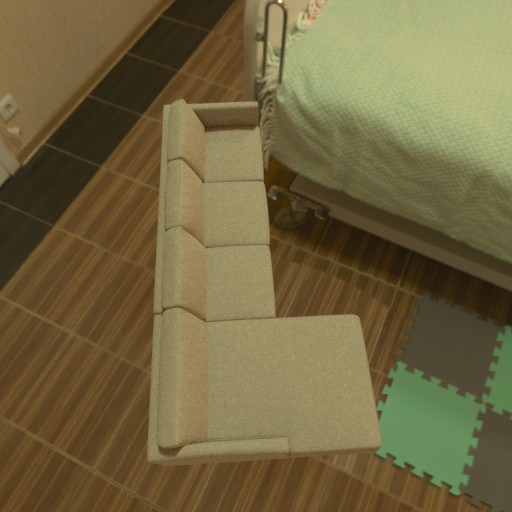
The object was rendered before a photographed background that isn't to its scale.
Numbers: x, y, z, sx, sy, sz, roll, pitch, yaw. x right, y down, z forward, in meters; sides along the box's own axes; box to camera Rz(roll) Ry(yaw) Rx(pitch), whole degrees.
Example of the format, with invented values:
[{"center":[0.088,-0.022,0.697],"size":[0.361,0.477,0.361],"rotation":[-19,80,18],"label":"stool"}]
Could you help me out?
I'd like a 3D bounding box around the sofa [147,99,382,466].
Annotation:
[{"center":[0.000,0.000,3.831],"size":[1.625,0.846,3.186],"rotation":[-3,62,-2],"label":"sofa"}]
